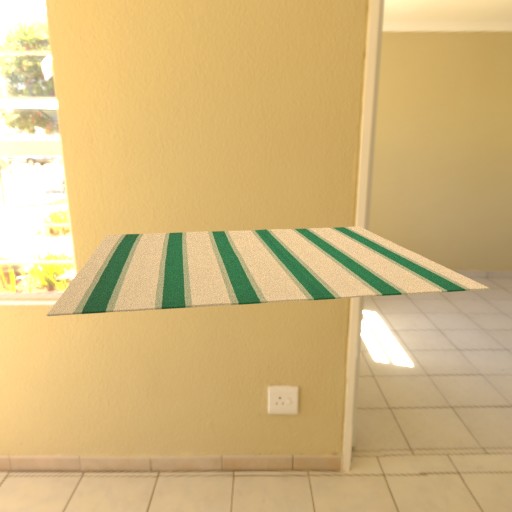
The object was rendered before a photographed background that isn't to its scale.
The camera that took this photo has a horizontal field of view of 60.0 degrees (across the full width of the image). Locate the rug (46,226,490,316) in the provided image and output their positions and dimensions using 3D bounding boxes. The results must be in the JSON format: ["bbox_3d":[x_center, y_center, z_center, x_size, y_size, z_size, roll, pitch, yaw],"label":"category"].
[{"bbox_3d":[0.000,0.000,4.132,3.041,0.019,2.434,-2,15,-9],"label":"rug"}]
